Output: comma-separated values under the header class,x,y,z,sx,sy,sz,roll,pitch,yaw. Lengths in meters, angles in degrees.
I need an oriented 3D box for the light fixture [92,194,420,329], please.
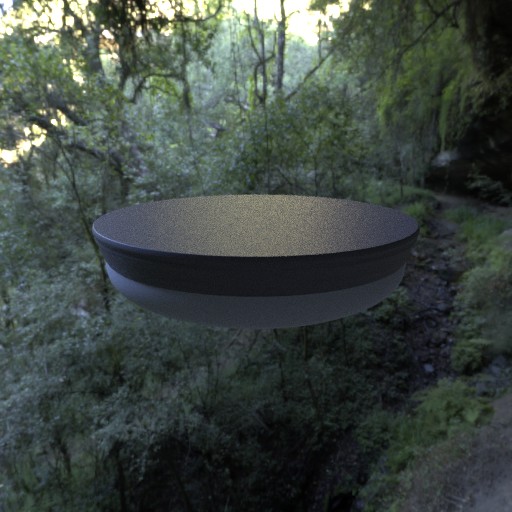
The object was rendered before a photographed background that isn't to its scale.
class,x,y,z,sx,sy,sz,roll,pitch,yaw
light fixture,0.000,0.000,0.540,0.368,0.100,0.368,0,16,0
